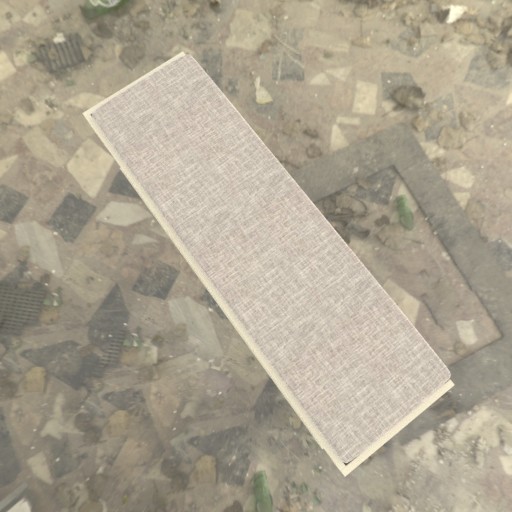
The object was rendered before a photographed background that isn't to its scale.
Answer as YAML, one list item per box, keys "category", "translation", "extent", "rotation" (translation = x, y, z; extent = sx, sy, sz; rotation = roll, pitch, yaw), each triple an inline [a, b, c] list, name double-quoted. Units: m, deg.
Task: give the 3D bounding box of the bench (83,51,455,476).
- category: "bench"
  translation: [0.000, 0.000, 1.389]
  extent: [0.363, 0.453, 1.196]
  rotation: [-36, 79, -8]
